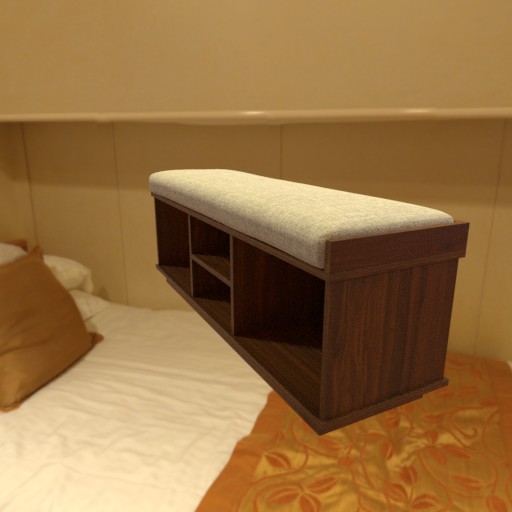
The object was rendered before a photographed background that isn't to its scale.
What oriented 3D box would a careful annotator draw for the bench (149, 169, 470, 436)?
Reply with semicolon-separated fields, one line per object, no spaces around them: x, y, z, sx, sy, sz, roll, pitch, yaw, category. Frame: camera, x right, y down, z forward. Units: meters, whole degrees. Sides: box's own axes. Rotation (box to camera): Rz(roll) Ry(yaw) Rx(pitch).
0.000;0.000;1.392;0.367;0.468;1.196;-8;18;-26;bench
